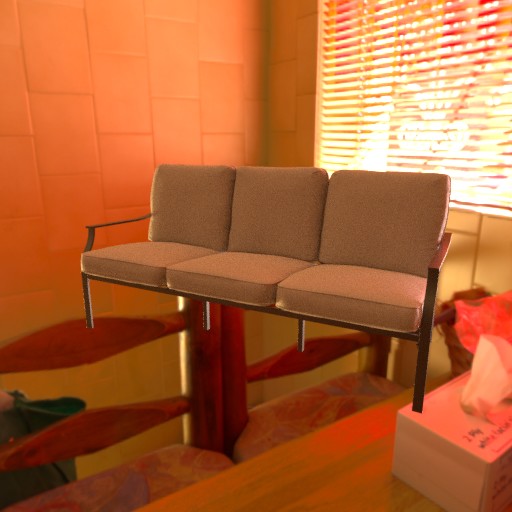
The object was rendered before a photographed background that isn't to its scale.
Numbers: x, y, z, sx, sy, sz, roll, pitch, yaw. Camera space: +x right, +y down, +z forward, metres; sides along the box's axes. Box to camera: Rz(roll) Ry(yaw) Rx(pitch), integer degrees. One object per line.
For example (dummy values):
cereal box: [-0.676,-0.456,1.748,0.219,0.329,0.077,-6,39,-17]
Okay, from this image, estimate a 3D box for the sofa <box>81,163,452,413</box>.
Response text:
sofa: [0.000,0.000,2.222,1.740,0.860,0.787,7,17,26]
